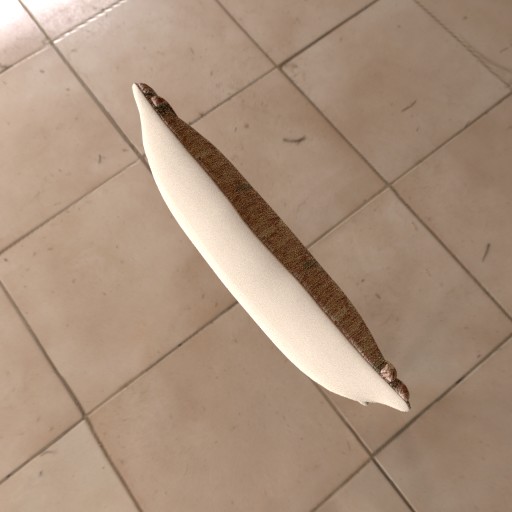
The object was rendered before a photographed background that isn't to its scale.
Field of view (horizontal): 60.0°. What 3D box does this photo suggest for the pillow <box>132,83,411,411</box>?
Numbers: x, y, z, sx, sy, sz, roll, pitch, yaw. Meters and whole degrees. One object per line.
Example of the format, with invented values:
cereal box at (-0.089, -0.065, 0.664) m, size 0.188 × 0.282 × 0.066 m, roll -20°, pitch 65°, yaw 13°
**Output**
pillow at (0.000, 0.000, 0.744) m, size 0.139 × 0.282 × 0.635 m, roll -38°, pitch 78°, yaw -10°
